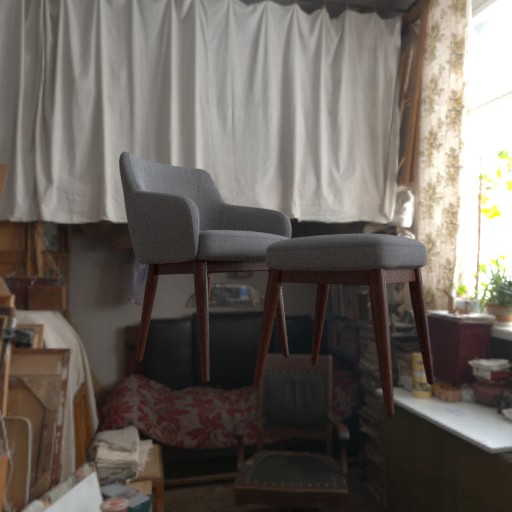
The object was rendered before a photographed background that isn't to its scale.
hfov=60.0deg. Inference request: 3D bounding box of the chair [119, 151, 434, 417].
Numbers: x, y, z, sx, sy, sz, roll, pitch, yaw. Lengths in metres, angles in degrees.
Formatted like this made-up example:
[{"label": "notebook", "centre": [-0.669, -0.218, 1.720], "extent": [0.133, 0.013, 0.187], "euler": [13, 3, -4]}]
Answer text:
[{"label": "chair", "centre": [0.000, 0.000, 1.560], "extent": [1.107, 0.799, 0.584], "euler": [0, -1, 37]}]
